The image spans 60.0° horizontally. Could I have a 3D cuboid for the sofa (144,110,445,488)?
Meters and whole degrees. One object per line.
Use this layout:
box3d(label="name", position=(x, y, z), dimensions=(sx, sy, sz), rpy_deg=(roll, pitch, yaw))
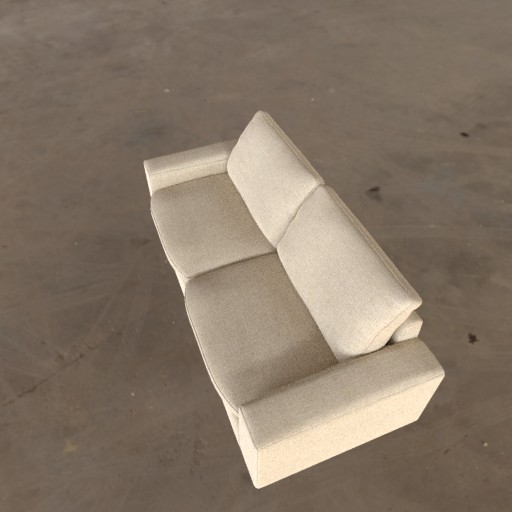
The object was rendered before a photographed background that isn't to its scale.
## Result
box3d(label="sofa", position=(0.000, 0.000, 2.788), dimensions=(1.040, 0.922, 2.299), rpy_deg=(-16, 48, -15))
